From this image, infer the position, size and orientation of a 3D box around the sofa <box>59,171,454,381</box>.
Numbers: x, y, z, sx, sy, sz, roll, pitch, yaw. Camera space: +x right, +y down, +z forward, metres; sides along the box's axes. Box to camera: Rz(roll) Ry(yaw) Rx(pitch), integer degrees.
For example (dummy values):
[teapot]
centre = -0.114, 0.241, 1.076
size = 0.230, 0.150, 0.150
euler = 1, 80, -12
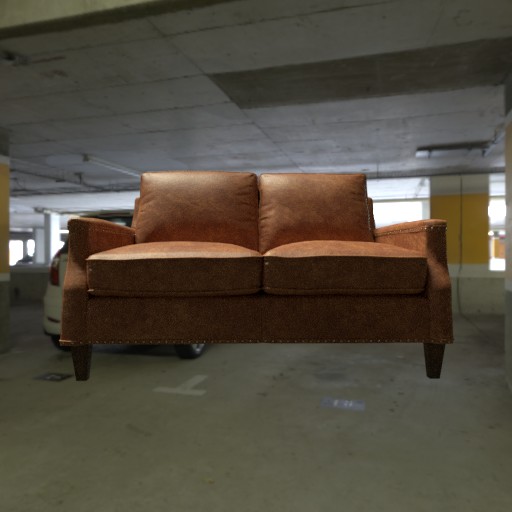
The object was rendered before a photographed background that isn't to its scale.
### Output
[sofa]
centre = 0.000, 0.000, 2.291
size = 1.597, 1.003, 1.084
euler = 0, 0, -1
